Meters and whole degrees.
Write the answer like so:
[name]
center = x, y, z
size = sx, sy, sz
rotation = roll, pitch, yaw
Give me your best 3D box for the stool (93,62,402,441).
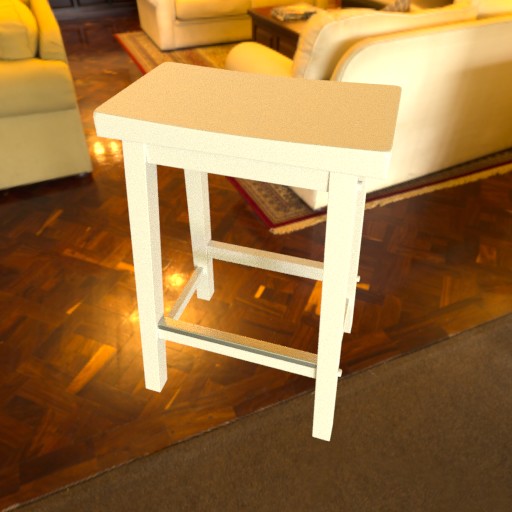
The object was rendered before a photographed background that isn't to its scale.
[stool]
center = 0.000, 0.000, 0.846
size = 0.406, 0.610, 0.322
rotation = 11, 42, 13
